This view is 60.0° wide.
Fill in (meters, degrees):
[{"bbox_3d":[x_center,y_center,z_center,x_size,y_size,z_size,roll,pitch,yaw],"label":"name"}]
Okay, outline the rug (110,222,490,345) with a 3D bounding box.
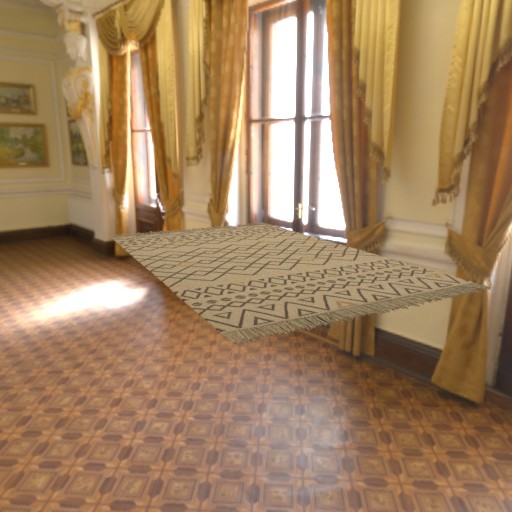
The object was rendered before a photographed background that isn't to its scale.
[{"bbox_3d":[0.000,0.000,3.028,1.495,0.035,2.472,-7,15,-27],"label":"rug"}]
